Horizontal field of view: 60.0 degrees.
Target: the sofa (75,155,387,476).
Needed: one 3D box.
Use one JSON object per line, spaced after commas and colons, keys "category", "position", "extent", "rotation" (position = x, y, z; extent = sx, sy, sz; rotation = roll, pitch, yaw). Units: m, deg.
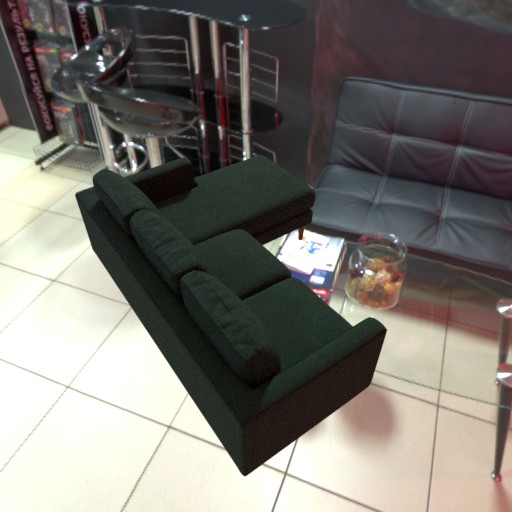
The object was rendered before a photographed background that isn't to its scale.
{"category": "sofa", "position": [0.000, 0.000, 2.868], "extent": [1.580, 0.899, 2.030], "rotation": [-25, 48, -26]}
